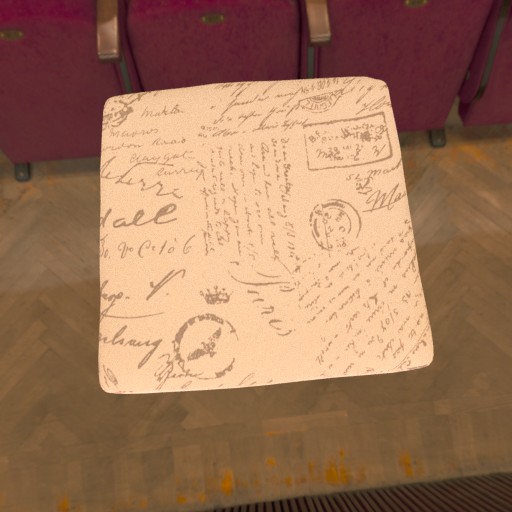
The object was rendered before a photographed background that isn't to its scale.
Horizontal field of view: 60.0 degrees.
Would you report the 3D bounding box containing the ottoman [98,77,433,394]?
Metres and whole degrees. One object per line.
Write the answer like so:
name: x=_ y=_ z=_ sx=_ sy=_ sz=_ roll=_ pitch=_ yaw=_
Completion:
ottoman: x=0.000 y=0.000 z=0.820 sx=0.449 sy=0.457 sz=0.450 roll=-5 pitch=76 yaw=-1
